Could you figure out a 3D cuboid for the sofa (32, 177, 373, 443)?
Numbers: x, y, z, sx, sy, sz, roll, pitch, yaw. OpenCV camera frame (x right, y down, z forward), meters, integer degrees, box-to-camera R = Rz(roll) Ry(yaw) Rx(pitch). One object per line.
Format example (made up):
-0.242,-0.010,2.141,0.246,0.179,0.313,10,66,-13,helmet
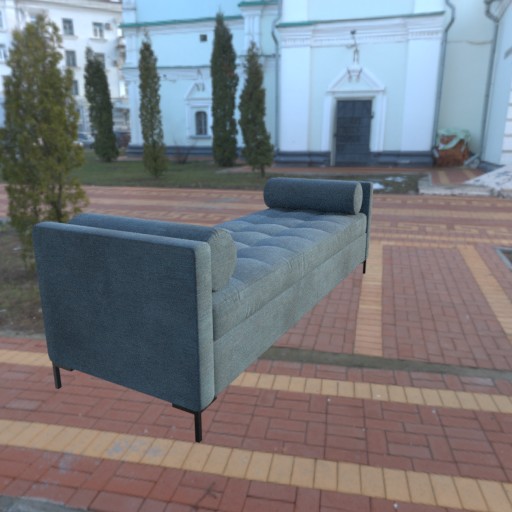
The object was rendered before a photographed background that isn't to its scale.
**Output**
0.000,0.000,2.261,0.686,0.635,1.981,8,17,27,sofa
